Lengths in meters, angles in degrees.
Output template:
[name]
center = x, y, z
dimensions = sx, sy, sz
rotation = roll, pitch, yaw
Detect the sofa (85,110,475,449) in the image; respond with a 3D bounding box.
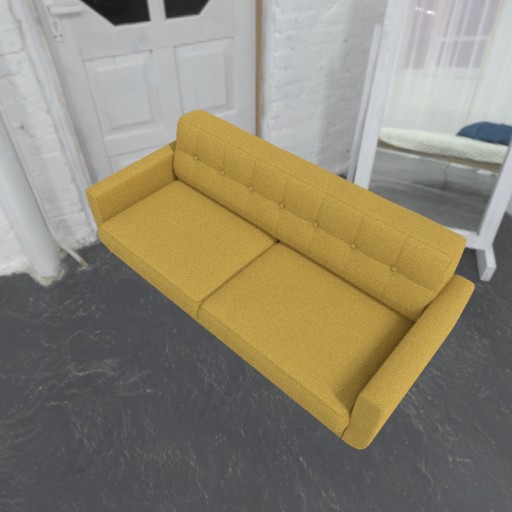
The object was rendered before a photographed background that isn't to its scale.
[sofa]
center = 0.000, 0.000, 2.465
dimensions = 2.029, 0.841, 0.909
rotation = 33, 55, 28
